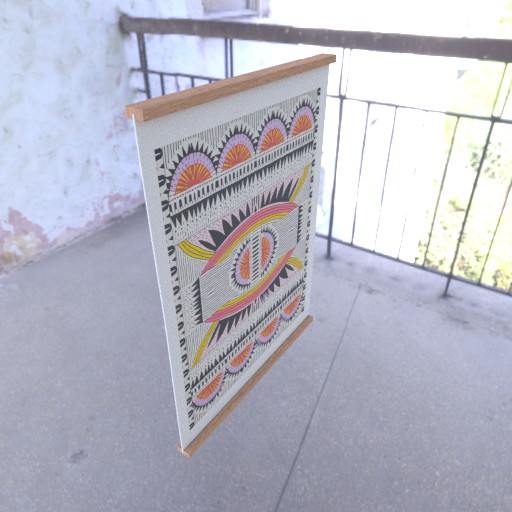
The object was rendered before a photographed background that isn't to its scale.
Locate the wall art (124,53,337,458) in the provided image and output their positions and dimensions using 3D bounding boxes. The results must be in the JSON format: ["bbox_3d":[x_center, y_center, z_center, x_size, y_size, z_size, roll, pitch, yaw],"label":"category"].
[{"bbox_3d":[0.000,0.000,0.789,0.028,0.609,0.456,21,38,29],"label":"wall art"}]
